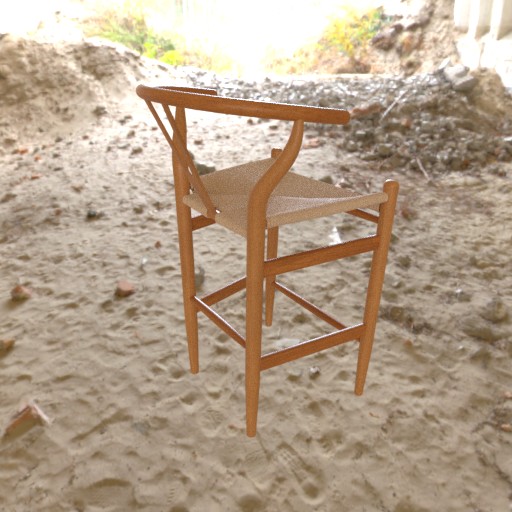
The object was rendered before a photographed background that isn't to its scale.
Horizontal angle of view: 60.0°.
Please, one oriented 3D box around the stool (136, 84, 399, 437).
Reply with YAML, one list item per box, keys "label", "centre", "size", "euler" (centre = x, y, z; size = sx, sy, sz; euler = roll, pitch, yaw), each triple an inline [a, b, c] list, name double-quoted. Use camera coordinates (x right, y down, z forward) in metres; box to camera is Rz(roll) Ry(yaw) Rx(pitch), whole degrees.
- label: "stool"
  centre: [0.000, 0.000, 1.317]
  size: [0.579, 0.970, 0.569]
  euler: [-18, 31, -32]
